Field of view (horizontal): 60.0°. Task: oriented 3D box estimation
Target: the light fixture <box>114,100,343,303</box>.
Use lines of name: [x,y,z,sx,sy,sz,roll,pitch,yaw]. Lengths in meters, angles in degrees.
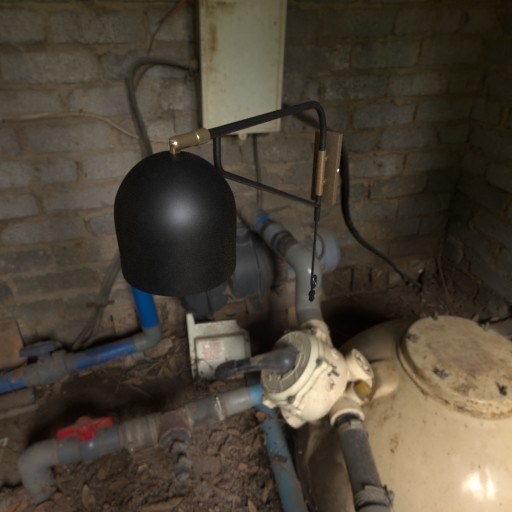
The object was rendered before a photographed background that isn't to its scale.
light fixture: [0.000,0.000,1.077,0.215,0.696,0.720,20,36,29]
